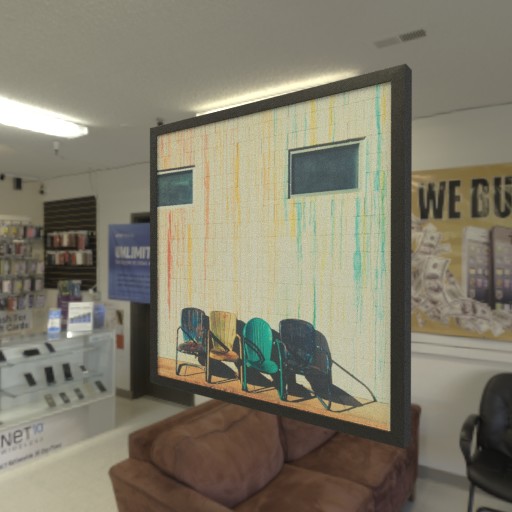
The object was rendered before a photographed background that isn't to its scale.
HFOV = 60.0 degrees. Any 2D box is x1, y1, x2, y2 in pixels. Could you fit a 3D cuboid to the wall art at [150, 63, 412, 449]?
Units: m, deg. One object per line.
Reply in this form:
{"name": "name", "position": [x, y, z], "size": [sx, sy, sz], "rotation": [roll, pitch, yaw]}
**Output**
{"name": "wall art", "position": [0.000, 0.000, 1.118], "size": [0.763, 0.763, 0.039], "rotation": [0, 1, 36]}
